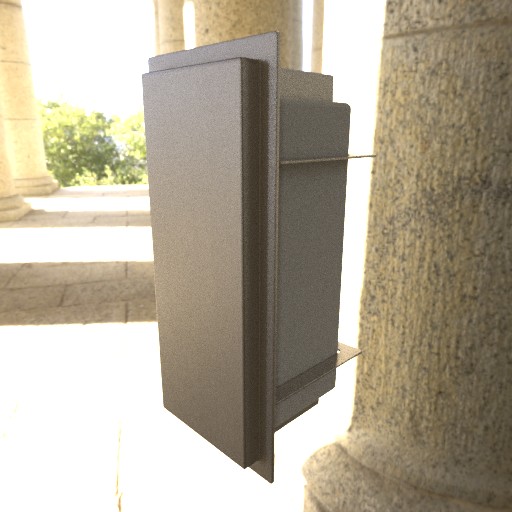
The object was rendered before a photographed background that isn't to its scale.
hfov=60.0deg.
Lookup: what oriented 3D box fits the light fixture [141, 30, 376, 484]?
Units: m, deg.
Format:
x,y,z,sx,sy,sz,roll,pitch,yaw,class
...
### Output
x,y,z,sx,sy,sz,roll,pitch,yaw,class
0.000,0.000,0.455,0.160,0.380,0.168,-15,22,-42,light fixture
